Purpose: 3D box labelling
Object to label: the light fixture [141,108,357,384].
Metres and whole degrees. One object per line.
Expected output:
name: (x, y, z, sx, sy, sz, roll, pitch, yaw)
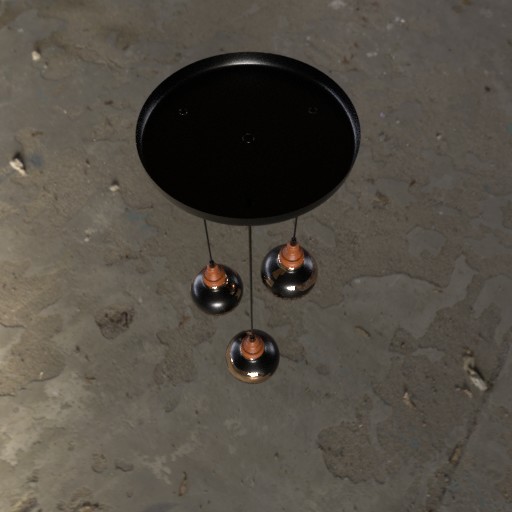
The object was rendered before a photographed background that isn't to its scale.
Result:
light fixture: (0.000, 0.000, 1.728, 0.605, 1.410, 0.608, -32, 66, -16)
